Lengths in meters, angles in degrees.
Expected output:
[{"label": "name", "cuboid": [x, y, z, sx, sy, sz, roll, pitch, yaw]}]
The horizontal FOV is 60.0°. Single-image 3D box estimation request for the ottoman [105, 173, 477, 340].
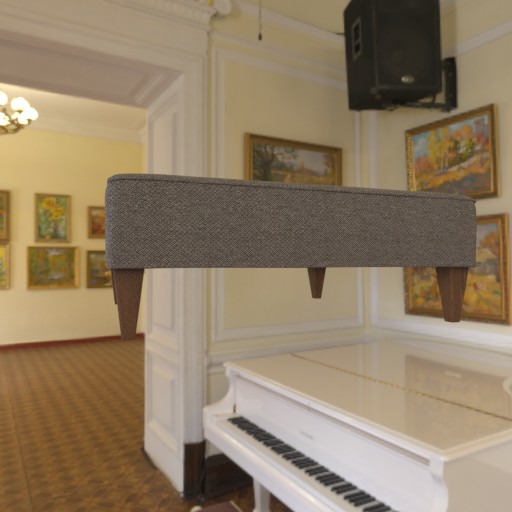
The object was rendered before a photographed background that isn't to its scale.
[{"label": "ottoman", "cuboid": [0.000, 0.000, 1.516, 0.981, 0.378, 0.970, 0, -1, -19]}]
